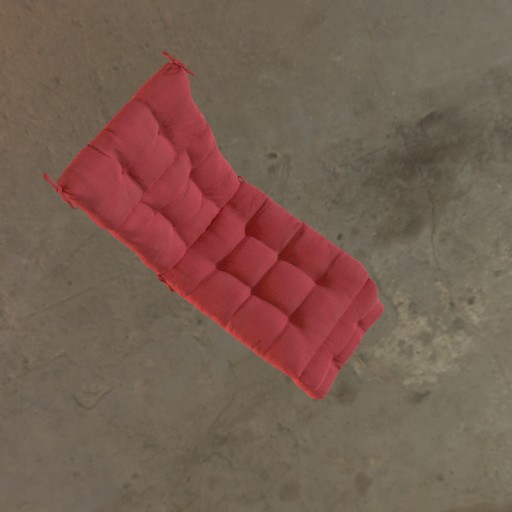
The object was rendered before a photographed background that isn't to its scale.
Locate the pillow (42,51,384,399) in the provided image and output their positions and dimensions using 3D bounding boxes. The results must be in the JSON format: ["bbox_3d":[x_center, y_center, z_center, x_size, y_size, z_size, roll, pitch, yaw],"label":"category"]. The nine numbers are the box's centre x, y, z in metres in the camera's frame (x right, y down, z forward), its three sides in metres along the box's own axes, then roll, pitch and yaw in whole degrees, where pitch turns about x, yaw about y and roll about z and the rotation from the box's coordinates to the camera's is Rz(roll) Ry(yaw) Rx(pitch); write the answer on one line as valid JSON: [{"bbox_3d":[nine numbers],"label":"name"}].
[{"bbox_3d":[0.000,0.000,1.508,1.016,0.863,0.526,36,78,9],"label":"pillow"}]
